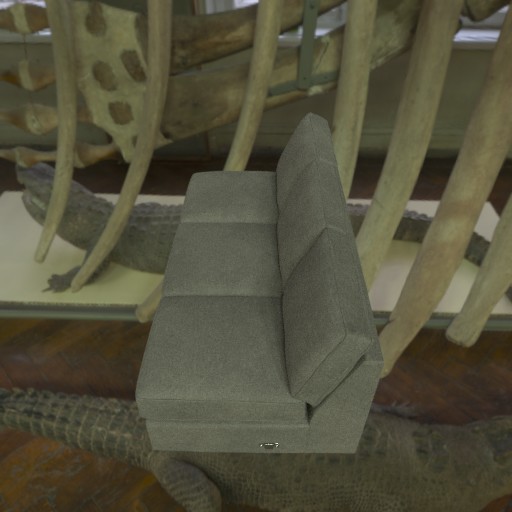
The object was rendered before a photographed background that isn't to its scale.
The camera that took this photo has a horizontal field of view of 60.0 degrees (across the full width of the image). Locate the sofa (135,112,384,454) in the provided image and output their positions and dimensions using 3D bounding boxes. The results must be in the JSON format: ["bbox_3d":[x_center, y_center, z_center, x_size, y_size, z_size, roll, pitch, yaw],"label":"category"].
[{"bbox_3d":[0.000,0.000,2.606,1.027,0.973,1.962,1,40,1],"label":"sofa"}]
